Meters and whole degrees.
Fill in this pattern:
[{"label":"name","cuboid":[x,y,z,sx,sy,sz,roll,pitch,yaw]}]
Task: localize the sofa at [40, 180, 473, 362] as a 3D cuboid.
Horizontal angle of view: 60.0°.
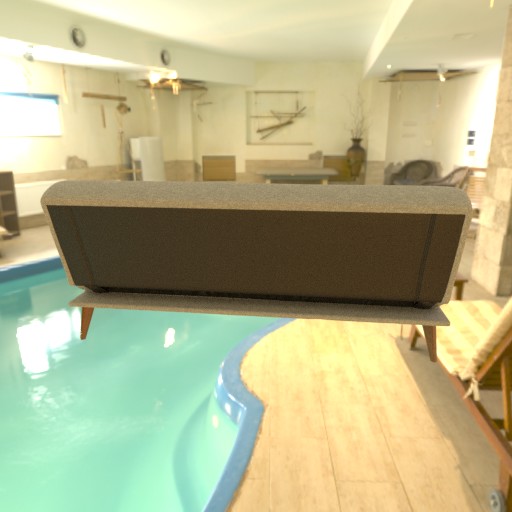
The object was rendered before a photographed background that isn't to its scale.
[{"label":"sofa","cuboid":[0.000,0.000,2.283,1.800,0.810,0.860,2,16,7]}]
